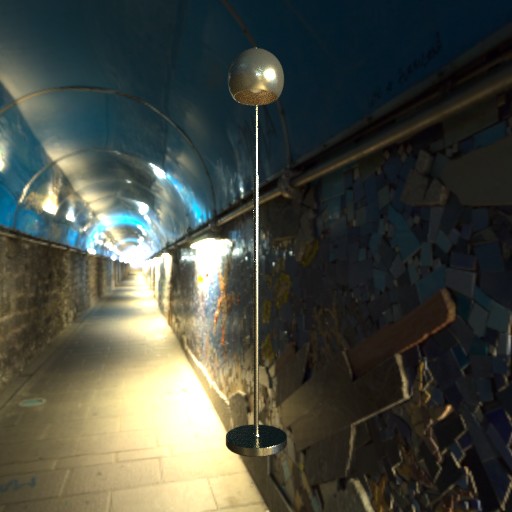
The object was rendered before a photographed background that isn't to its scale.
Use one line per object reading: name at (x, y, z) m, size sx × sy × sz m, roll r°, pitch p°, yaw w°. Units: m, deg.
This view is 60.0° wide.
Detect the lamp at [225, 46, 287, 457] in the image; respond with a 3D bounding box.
lamp at (0.000, 0.000, 1.721) m, size 0.250 × 1.526 × 0.431 m, roll 0°, pitch -1°, yaw 1°
